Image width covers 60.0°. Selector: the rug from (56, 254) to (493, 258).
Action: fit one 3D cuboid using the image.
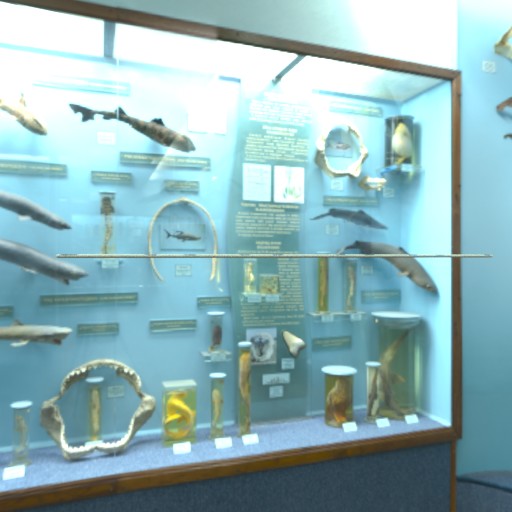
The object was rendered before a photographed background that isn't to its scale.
[{"bbox_3d":[0.000,0.000,3.822,2.910,0.021,2.211,0,0,-17],"label":"rug"}]
